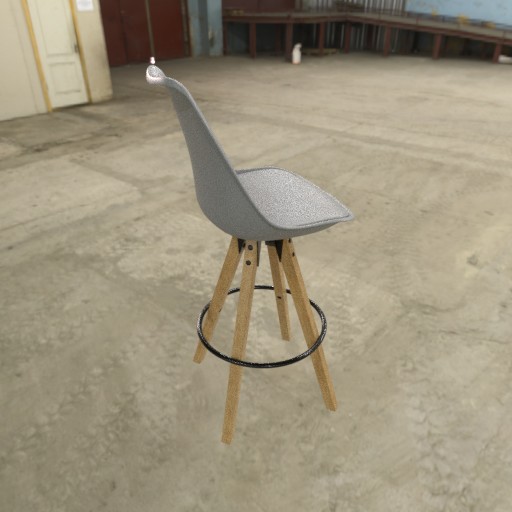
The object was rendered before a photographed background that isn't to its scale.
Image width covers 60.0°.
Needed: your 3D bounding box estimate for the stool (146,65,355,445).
[{"bbox_3d":[0.000,0.000,1.408,0.550,1.115,0.485,-10,31,-18],"label":"stool"}]
